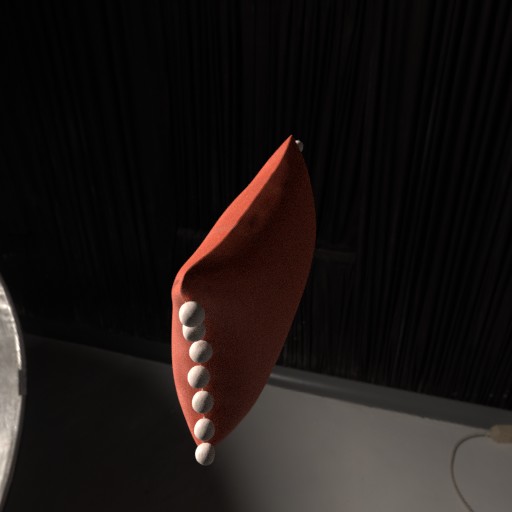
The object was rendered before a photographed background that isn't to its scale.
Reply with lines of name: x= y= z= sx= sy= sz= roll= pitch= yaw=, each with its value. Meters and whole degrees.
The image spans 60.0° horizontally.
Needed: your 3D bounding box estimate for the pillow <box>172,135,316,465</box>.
pillow: x=0.000 y=0.000 z=0.843 sx=0.201 sy=0.322 sz=0.709 roll=8 pitch=31 yaw=13
